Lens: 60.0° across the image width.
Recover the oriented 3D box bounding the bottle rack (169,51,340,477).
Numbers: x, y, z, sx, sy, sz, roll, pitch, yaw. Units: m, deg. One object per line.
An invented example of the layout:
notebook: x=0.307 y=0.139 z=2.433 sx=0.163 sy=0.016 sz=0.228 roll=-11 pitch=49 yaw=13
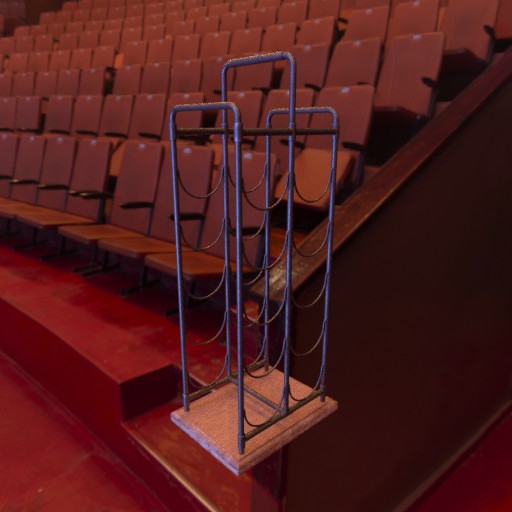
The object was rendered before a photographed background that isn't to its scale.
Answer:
bottle rack: x=0.000 y=0.000 z=0.817 sx=0.276 sy=0.680 sz=0.208 roll=-15 pitch=22 yaw=-41
